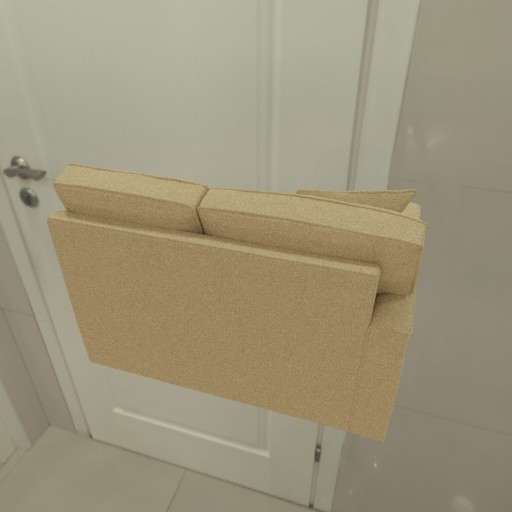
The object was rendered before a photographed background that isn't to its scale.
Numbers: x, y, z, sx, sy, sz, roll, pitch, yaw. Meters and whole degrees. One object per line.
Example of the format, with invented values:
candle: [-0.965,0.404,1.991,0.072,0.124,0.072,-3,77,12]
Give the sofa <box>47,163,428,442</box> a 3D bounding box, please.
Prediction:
sofa: [0.000,0.000,2.052,1.388,0.989,0.991,10,35,15]
